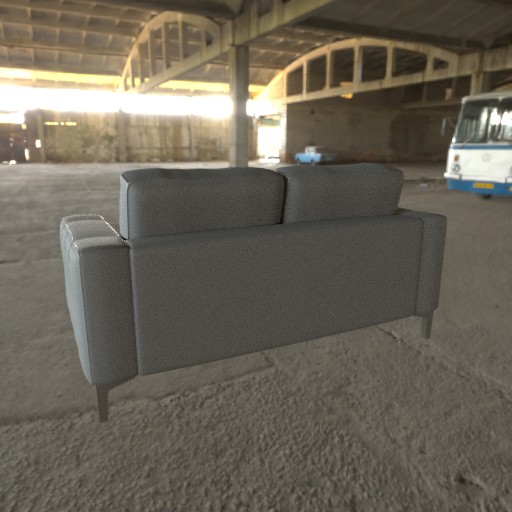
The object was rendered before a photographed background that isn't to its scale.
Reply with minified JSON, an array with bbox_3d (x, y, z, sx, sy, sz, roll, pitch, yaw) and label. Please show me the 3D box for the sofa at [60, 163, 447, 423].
[{"bbox_3d":[0.000,0.000,2.185,1.726,0.893,0.833,-7,16,-25],"label":"sofa"}]
